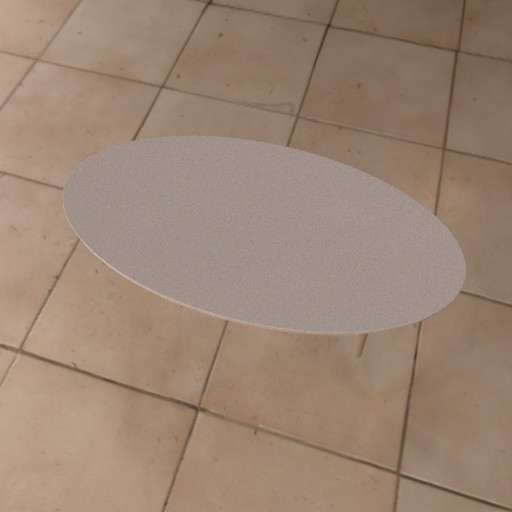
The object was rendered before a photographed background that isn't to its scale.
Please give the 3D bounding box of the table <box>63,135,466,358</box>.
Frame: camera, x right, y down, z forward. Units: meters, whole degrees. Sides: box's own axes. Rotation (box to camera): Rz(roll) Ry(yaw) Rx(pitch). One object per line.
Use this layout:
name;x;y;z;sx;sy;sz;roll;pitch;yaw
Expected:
table;0.000;0.000;1.339;1.083;0.390;0.542;14;64;7
